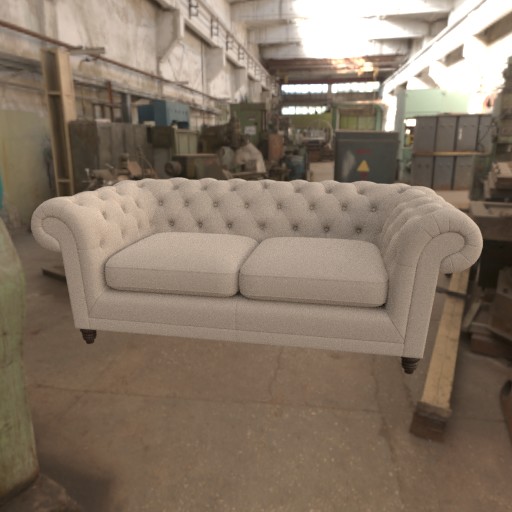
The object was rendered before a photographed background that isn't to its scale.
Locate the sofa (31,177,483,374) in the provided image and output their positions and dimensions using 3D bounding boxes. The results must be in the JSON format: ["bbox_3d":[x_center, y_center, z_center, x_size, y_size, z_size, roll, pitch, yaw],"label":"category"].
[{"bbox_3d":[0.000,0.000,2.418,1.998,0.764,0.986,3,16,10],"label":"sofa"}]
